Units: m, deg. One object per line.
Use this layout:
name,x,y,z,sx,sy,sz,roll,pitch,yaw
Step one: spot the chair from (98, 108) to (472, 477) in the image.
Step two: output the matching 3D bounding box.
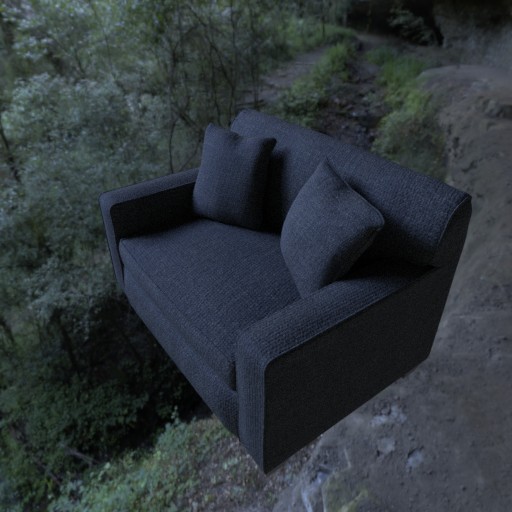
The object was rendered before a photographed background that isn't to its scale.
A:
chair,0.000,0.000,2.027,1.000,0.948,1.383,-22,40,-29
